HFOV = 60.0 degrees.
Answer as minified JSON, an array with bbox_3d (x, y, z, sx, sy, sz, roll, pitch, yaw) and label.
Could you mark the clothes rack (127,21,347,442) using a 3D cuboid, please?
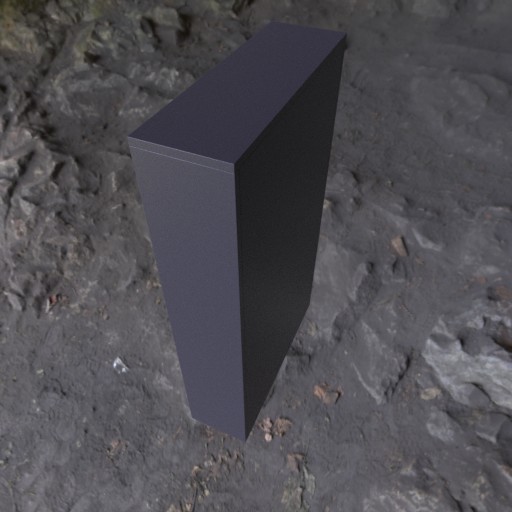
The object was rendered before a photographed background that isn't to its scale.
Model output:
[{"bbox_3d":[0.000,0.000,1.554,0.250,1.280,0.750,18,48,17],"label":"clothes rack"}]
